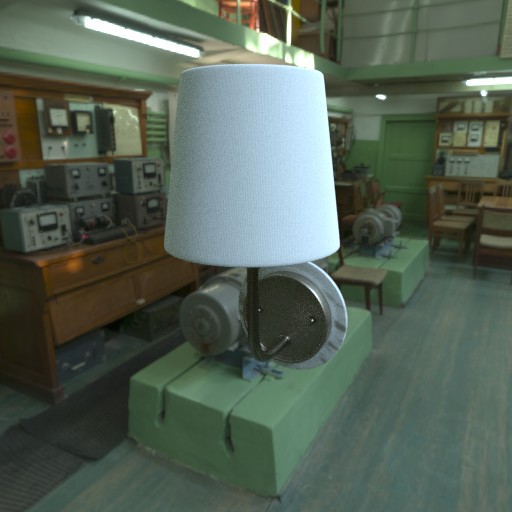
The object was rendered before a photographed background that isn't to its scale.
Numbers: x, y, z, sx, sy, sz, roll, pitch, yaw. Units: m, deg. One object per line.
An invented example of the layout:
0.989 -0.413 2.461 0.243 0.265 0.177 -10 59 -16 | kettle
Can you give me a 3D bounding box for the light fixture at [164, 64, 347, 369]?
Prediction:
0.000 0.000 0.445 0.168 0.337 0.188 8 17 27 | light fixture
